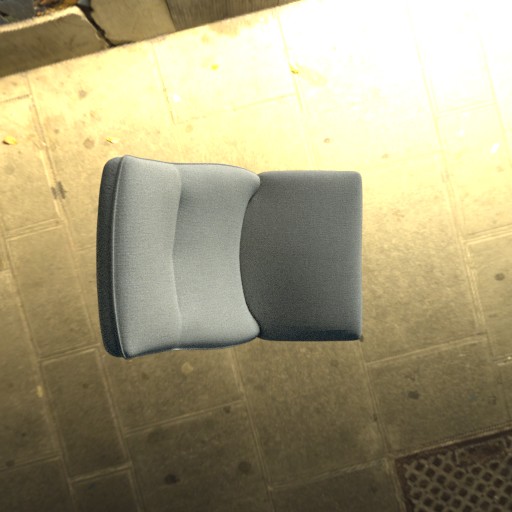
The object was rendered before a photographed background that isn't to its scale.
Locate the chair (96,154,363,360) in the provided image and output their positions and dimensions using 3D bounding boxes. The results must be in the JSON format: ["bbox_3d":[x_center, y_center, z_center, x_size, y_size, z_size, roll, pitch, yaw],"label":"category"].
[{"bbox_3d":[0.000,0.000,1.263,0.620,0.930,0.500,0,90,-2],"label":"chair"}]
